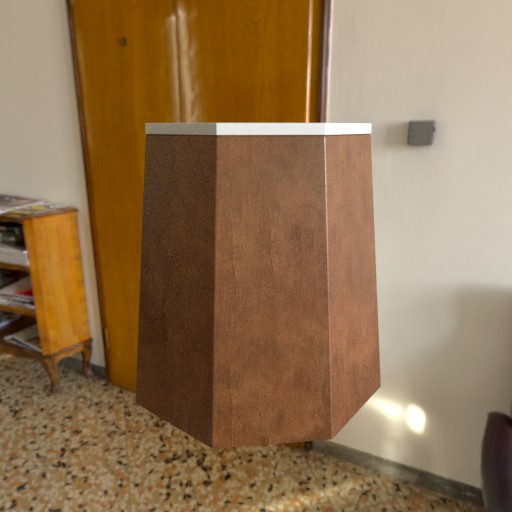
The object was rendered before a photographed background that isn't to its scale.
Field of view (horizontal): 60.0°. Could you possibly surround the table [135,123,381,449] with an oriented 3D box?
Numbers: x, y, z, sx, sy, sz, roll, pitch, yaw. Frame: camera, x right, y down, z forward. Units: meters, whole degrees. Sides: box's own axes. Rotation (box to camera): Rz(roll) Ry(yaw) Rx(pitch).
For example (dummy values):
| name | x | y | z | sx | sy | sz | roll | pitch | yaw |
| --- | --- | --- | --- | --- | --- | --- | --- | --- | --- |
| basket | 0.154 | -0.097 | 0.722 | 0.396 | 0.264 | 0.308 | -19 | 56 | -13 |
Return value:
| name | x | y | z | sx | sy | sz | roll | pitch | yaw |
| --- | --- | --- | --- | --- | --- | --- | --- | --- | --- |
| table | 0.000 | 0.000 | 0.798 | 0.439 | 0.457 | 0.439 | -2 | 16 | -8 |
